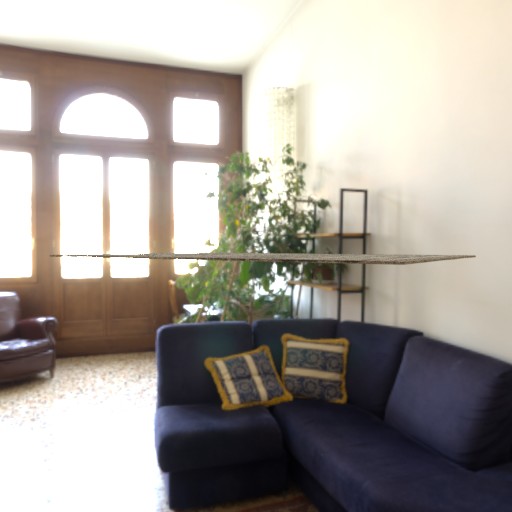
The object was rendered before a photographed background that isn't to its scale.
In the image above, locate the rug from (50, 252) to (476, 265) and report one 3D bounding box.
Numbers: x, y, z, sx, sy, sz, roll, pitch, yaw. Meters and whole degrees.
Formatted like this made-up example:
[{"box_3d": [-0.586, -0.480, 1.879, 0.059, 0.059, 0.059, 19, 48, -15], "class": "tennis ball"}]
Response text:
[{"box_3d": [0.000, 0.000, 4.674, 3.824, 0.019, 2.393, 1, 1, 36], "class": "rug"}]
